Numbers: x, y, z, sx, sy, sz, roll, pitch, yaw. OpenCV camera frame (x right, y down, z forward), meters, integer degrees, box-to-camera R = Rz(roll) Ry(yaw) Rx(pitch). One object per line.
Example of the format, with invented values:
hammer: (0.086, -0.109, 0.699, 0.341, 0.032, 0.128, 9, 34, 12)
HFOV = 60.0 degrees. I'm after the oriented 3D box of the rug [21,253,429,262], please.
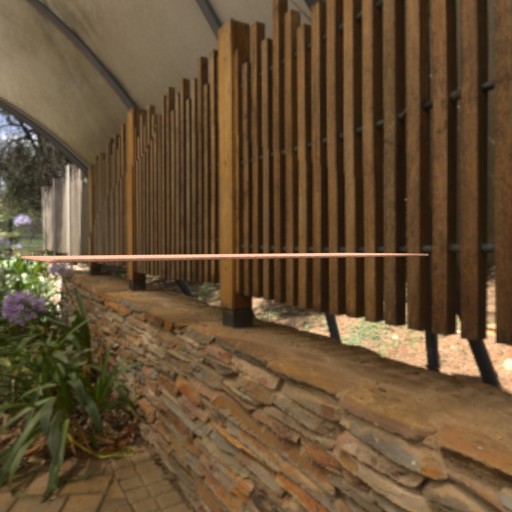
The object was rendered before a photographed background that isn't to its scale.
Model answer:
rug: (0.000, 0.000, 2.676, 2.435, 0.015, 0.760, -1, 1, -35)
